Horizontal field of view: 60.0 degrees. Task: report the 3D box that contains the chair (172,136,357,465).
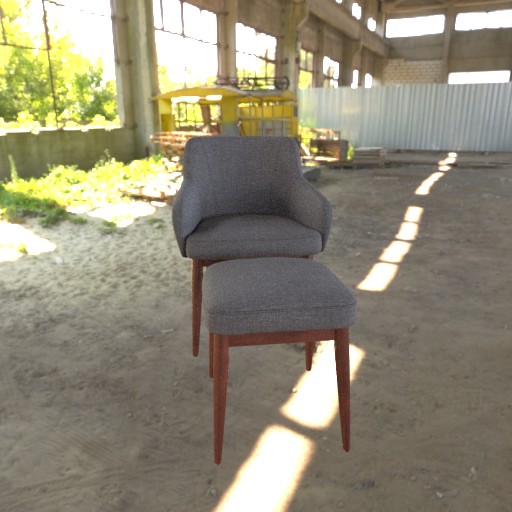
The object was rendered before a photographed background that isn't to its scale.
[{"bbox_3d":[0.000,0.000,1.583,0.584,0.799,1.107,-2,17,-7],"label":"chair"}]
